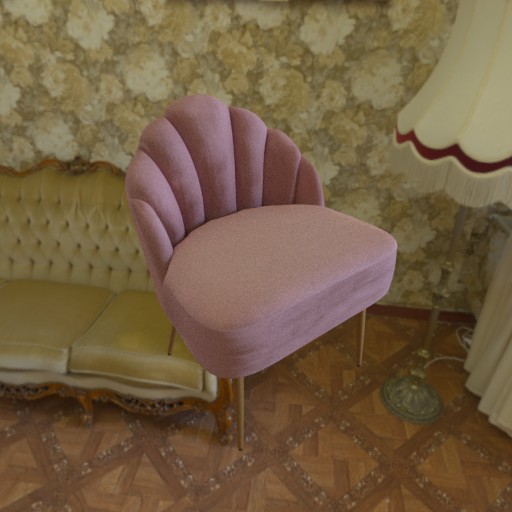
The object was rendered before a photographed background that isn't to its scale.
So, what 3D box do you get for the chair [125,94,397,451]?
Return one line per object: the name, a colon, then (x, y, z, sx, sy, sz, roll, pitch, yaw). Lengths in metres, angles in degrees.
chair: (0.000, 0.000, 1.292, 0.657, 0.819, 0.599, -22, 37, -33)
